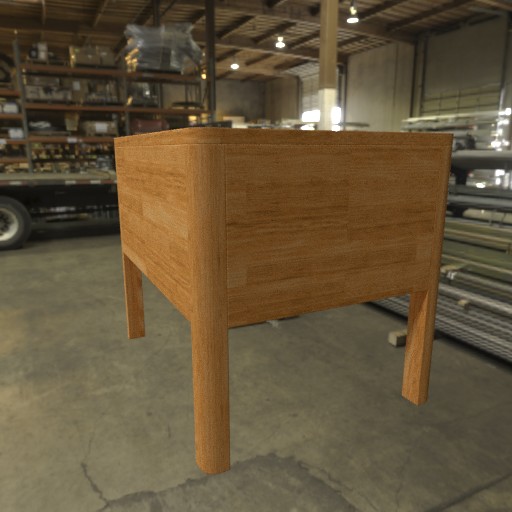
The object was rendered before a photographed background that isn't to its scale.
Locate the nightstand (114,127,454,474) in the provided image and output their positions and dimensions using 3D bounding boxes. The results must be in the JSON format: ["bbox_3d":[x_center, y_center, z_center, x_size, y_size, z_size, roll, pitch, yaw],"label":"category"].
[{"bbox_3d":[0.000,0.000,0.902,0.440,0.470,0.560,-7,15,-26],"label":"nightstand"}]
